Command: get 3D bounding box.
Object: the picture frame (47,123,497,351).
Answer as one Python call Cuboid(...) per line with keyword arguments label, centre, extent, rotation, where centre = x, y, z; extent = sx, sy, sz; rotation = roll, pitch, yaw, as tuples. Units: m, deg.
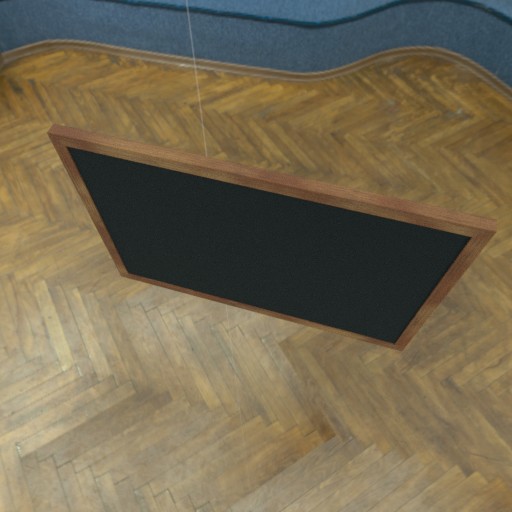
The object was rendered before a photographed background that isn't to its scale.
Cuboid(label="picture frame", centre=(0.000, 0.000, 1.180), extent=(0.950, 0.640, 0.029), rotation=(14, 59, 9))
